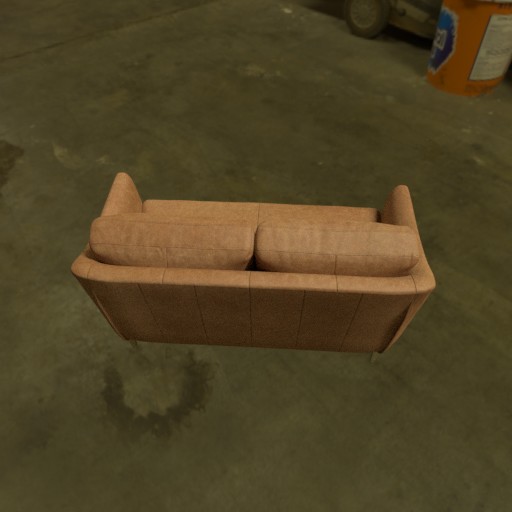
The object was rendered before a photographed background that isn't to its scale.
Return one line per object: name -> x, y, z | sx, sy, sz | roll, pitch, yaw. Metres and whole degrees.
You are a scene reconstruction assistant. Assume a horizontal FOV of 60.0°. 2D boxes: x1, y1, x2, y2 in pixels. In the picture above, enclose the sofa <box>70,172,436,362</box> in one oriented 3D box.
sofa -> 0.000, 0.000, 2.251 | 1.619, 0.902, 0.960 | 2, 47, 2
